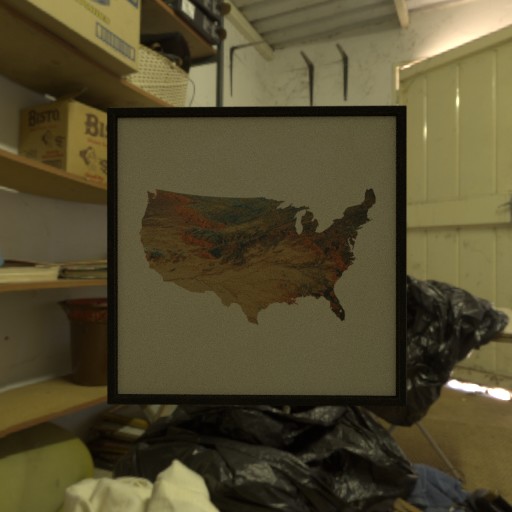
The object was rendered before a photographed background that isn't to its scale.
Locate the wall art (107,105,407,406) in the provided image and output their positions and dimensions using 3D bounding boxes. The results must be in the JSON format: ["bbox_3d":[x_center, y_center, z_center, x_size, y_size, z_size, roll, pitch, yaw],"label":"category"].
[{"bbox_3d":[0.000,0.000,0.457,0.304,0.303,0.015,0,0,1],"label":"wall art"}]
